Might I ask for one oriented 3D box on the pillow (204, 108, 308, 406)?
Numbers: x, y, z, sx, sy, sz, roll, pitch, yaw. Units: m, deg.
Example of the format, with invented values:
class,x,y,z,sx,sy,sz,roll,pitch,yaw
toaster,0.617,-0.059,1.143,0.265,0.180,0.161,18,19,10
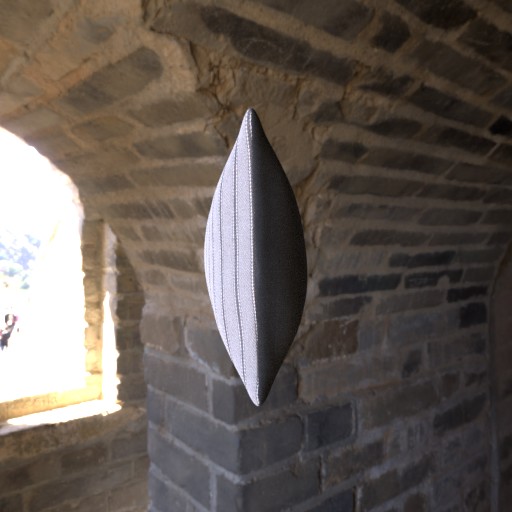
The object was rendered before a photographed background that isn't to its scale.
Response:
class,x,y,z,sx,sy,sz,roll,pitch,yaw
pillow,0.000,0.000,0.745,0.151,0.305,0.609,0,1,1
